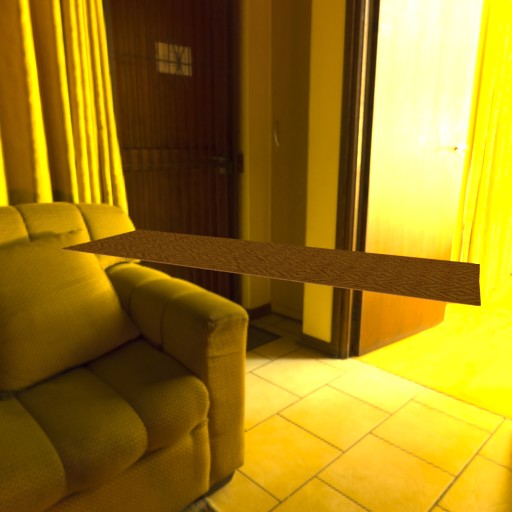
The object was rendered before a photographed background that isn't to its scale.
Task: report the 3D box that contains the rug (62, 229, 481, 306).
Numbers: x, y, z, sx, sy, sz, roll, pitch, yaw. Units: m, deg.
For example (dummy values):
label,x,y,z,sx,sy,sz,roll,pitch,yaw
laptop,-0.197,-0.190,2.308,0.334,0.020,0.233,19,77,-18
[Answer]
label,x,y,z,sx,sy,sz,roll,pitch,yaw
rug,0.000,0.000,2.677,2.435,0.009,0.750,7,15,25
